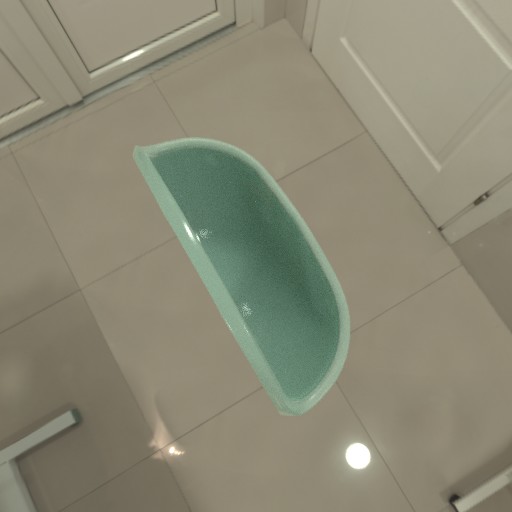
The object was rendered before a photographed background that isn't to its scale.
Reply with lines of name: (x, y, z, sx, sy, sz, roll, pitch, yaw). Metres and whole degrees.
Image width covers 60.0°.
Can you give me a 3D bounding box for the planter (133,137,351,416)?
planter: (0.000, 0.000, 0.279, 0.073, 0.164, 0.189, -30, 78, -7)
